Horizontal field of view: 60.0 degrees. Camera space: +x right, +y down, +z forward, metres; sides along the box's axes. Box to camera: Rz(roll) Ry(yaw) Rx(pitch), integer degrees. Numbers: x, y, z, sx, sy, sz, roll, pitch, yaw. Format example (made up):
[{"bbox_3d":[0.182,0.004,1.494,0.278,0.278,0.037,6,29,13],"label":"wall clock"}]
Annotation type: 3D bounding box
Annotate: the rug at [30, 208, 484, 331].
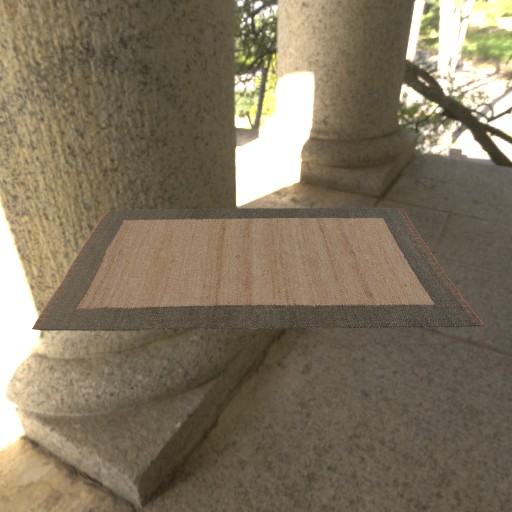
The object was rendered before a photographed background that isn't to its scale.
[{"bbox_3d":[0.000,0.000,2.999,2.435,0.006,1.521,0,31,0],"label":"rug"}]
